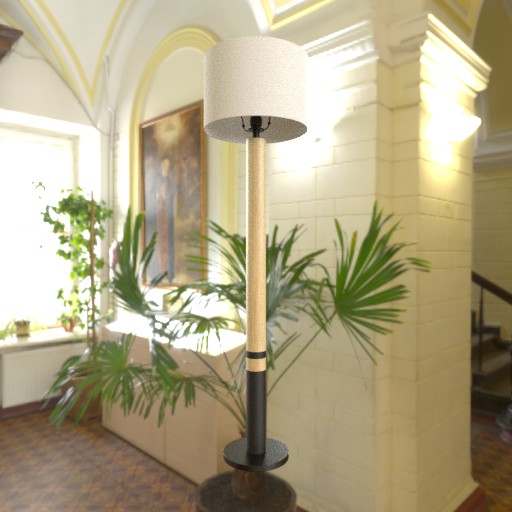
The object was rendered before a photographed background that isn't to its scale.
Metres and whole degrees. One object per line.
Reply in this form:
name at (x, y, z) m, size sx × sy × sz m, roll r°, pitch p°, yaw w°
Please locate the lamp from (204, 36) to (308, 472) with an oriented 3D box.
lamp at (0.000, 0.000, 1.634) m, size 0.381 × 1.478 × 0.381 m, roll 0°, pitch 1°, yaw 0°
